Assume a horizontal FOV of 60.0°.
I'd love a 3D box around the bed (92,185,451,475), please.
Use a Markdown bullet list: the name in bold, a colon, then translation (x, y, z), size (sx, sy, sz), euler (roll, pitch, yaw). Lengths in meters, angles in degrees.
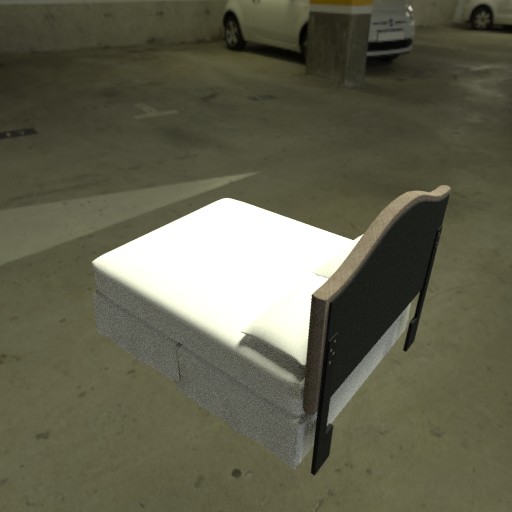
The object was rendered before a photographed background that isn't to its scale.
- **bed**: translation (0.000, 0.000, 3.337), size (2.153, 1.518, 1.713), euler (23, 38, 33)
